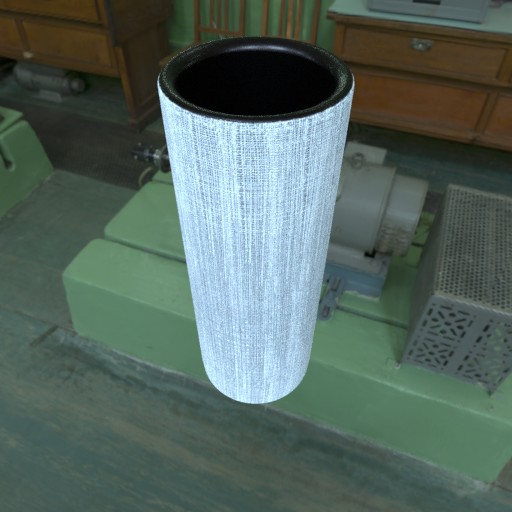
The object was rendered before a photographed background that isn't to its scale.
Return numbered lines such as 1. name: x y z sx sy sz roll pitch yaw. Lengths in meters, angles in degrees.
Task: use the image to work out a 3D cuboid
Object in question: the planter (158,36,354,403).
1. planter: 0.000 0.000 0.322 0.100 0.270 0.100 15 48 14
